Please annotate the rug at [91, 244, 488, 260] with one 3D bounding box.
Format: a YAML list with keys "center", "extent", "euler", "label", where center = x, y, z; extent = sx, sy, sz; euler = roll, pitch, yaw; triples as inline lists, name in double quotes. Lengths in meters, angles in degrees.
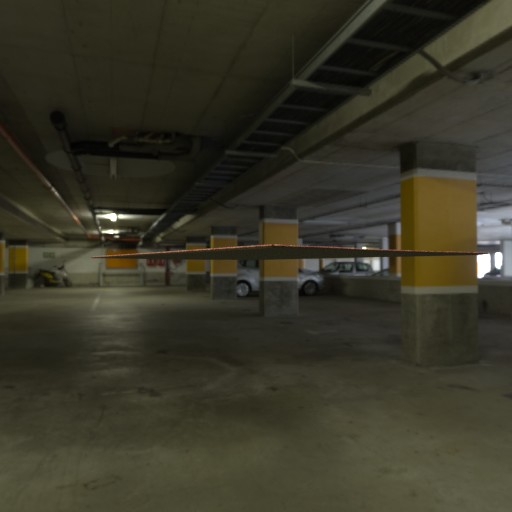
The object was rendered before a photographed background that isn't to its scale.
- center: [0.000, 0.000, 2.227]
  extent: [1.139, 0.011, 1.747]
  euler: [1, -2, -36]
  label: "rug"
